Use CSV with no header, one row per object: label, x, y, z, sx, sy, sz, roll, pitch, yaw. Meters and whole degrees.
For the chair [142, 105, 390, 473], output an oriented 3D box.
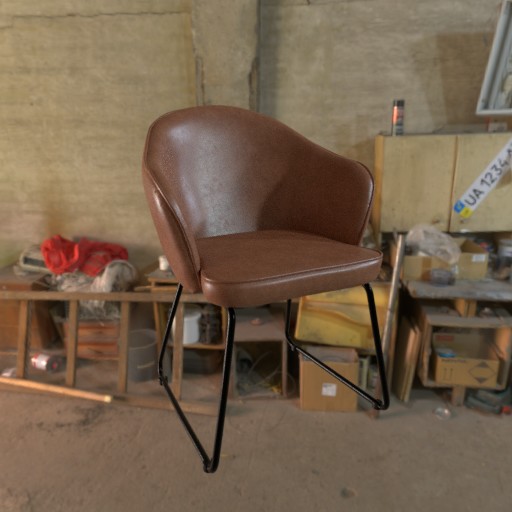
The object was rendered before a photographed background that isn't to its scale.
chair,0.000,0.000,1.185,0.582,0.785,0.580,-8,18,-27
